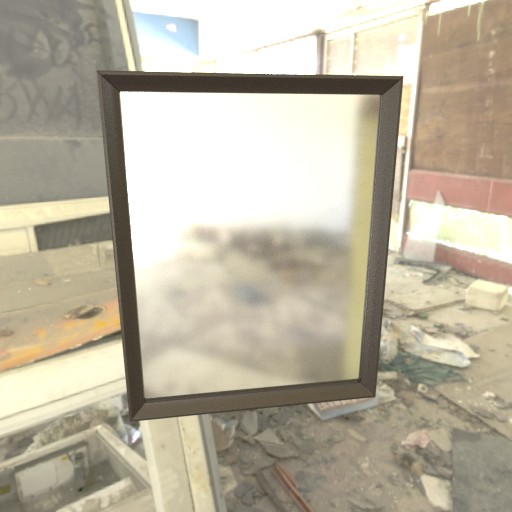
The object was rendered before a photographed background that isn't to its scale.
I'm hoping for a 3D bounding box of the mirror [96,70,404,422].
[{"bbox_3d":[0.000,0.000,0.669,0.406,0.509,0.041,-3,17,-9],"label":"mirror"}]
